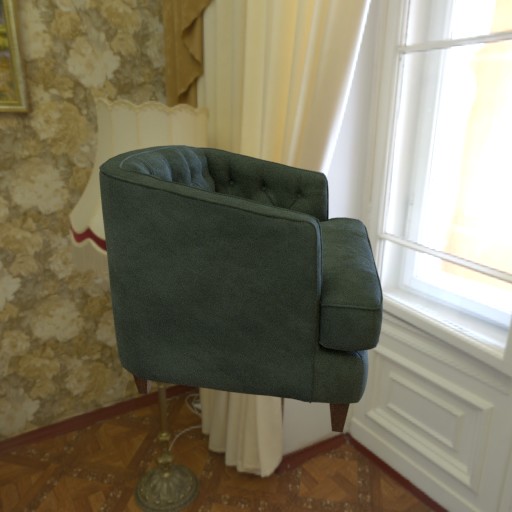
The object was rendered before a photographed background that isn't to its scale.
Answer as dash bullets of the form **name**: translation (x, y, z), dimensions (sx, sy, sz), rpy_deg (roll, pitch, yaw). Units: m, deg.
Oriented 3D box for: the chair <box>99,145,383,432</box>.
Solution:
- **chair**: translation (0.000, 0.000, 1.818), dimensions (0.941, 0.852, 1.104), rpy_deg (3, 18, 9)
